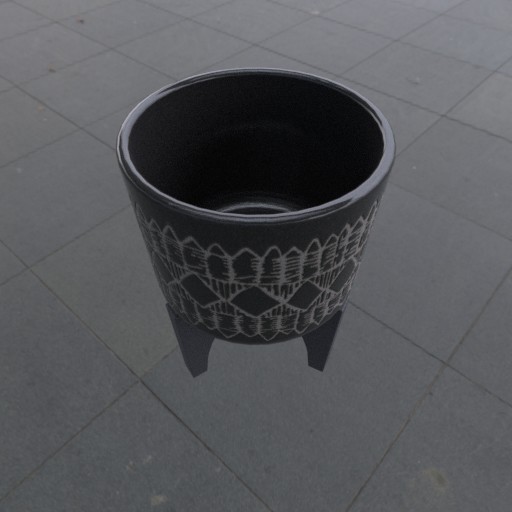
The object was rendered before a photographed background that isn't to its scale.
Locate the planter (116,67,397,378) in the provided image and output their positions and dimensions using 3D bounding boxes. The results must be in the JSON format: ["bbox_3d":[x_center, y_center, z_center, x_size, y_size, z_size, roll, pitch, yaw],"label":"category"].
[{"bbox_3d":[0.000,0.000,0.272,0.129,0.177,0.129,0,48,0],"label":"planter"}]
